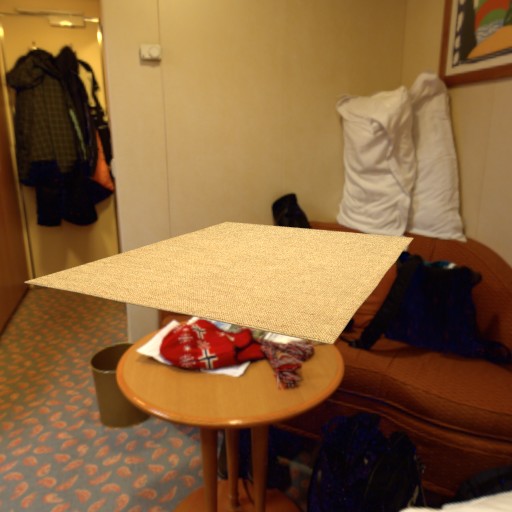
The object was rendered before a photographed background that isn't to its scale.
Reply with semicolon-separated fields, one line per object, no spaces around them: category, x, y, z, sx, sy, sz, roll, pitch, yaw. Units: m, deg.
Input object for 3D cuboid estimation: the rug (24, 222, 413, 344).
rug;0.000;0.000;4.144;2.406;0.012;3.034;7;16;26
